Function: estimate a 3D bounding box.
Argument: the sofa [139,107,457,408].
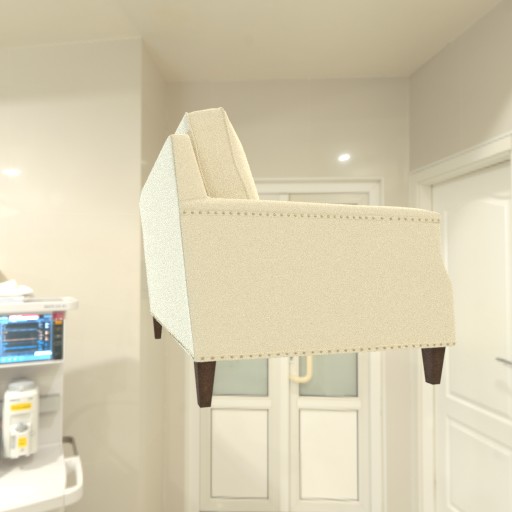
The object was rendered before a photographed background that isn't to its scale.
[{"bbox_3d":[0.000,0.000,2.238,1.084,1.003,1.597,1,-2,-18],"label":"sofa"}]
